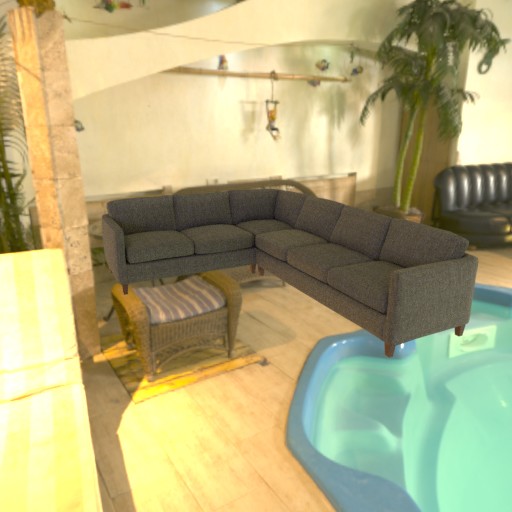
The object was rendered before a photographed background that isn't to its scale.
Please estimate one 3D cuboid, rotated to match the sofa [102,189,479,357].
[{"bbox_3d":[0.000,0.000,4.580,2.593,0.947,3.302,-8,19,-26],"label":"sofa"}]
